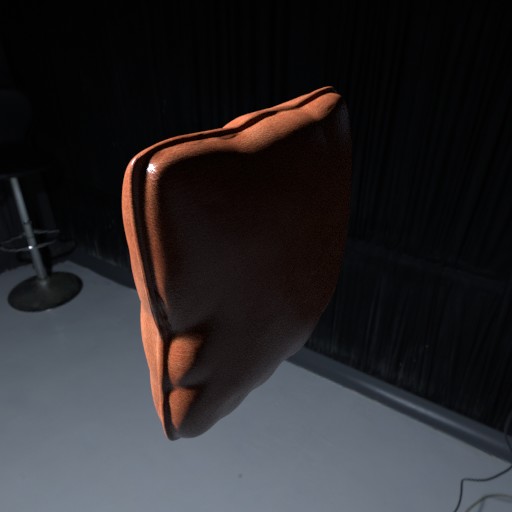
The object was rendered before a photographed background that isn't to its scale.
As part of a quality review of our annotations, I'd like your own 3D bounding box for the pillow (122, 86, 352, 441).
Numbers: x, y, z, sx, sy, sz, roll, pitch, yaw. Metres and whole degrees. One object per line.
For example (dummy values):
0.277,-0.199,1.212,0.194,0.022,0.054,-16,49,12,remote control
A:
0.000,0.000,0.810,0.236,0.523,0.532,20,37,30,pillow
